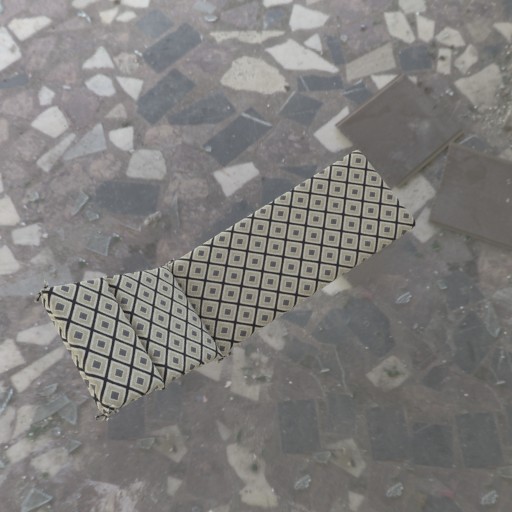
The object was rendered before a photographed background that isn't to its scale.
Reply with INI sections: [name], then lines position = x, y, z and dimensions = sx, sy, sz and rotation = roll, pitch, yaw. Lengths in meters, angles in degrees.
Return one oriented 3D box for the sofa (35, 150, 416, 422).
[sofa]
position = 0.000, 0.000, 1.982
dimensions = 1.663, 0.622, 0.582
rotation = -32, 77, -8
